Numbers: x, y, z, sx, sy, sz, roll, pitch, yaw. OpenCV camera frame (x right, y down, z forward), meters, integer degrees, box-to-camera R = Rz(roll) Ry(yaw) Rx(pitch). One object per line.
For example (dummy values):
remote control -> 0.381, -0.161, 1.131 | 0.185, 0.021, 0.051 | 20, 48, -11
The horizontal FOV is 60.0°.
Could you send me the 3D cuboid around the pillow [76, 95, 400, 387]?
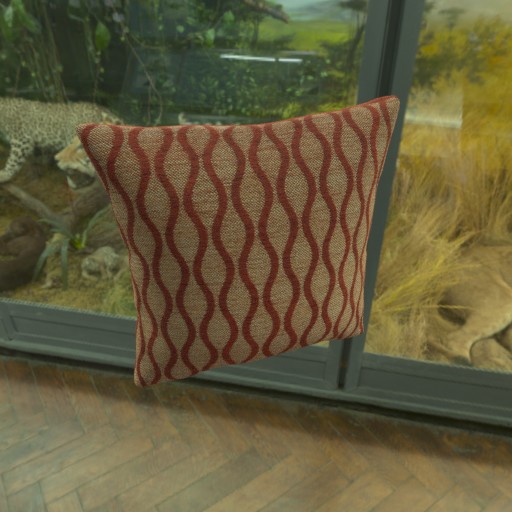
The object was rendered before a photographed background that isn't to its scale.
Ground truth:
pillow -> 0.000, 0.000, 0.668 | 0.429, 0.434, 0.159 | -10, 33, -16
